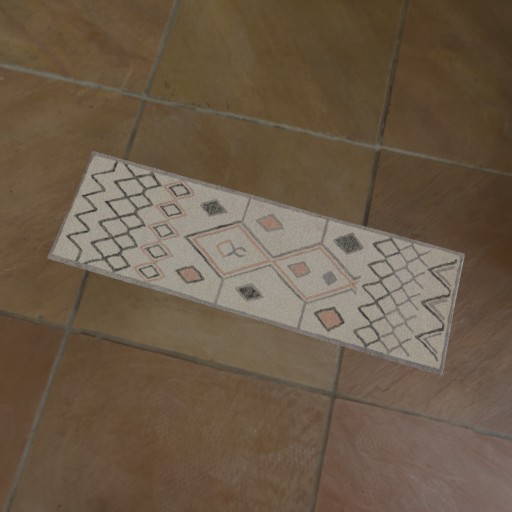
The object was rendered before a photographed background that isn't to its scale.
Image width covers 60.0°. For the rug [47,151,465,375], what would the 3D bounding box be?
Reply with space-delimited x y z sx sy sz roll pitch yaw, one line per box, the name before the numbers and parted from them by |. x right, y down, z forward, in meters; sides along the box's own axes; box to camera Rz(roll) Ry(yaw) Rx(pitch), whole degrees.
rug | 0.000 0.000 2.703 2.435 0.011 0.750 16 76 4
